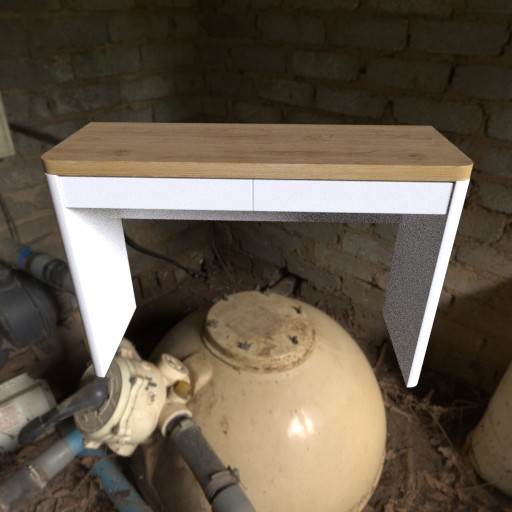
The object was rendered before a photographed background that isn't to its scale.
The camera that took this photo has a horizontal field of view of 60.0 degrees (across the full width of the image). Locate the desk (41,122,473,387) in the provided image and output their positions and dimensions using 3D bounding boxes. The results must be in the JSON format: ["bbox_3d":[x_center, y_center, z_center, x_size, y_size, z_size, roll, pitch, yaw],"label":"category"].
[{"bbox_3d":[0.000,0.000,1.456,1.100,0.760,0.390,1,30,2],"label":"desk"}]
